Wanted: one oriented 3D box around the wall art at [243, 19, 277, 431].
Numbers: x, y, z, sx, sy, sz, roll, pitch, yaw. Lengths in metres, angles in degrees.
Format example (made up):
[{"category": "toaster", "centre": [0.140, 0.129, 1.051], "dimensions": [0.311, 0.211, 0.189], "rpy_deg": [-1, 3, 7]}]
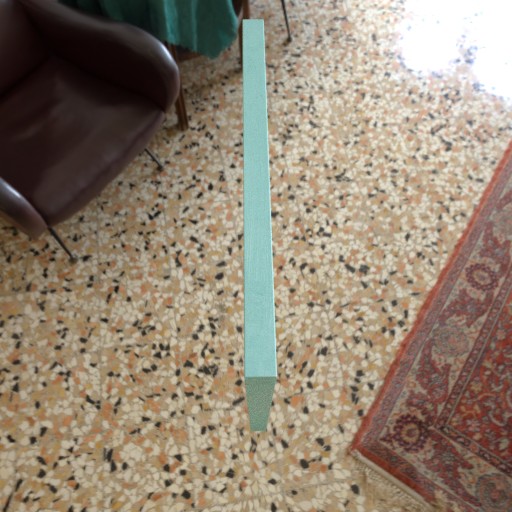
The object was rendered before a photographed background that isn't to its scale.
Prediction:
[{"category": "wall art", "centre": [0.000, 0.000, 0.891], "dimensions": [0.036, 0.603, 0.603], "rpy_deg": [-1, 63, 0]}]
